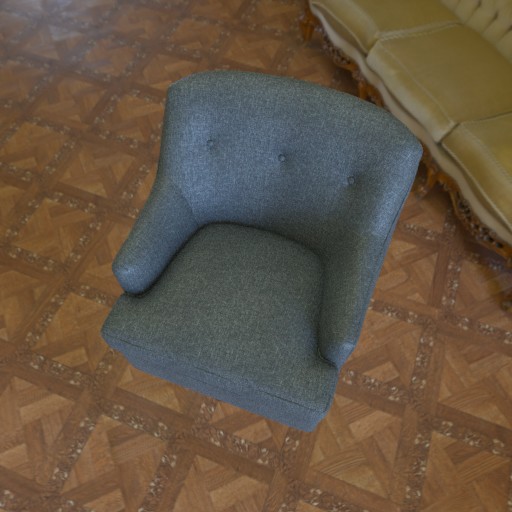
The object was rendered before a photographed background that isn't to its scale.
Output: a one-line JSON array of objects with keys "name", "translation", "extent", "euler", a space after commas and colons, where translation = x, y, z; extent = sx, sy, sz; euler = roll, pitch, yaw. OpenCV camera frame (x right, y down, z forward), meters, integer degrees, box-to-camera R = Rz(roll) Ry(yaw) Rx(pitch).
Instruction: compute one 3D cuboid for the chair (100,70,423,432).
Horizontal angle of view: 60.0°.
[{"name": "chair", "translation": [0.000, 0.000, 1.583], "extent": [0.864, 0.856, 0.923], "euler": [17, 60, 10]}]
